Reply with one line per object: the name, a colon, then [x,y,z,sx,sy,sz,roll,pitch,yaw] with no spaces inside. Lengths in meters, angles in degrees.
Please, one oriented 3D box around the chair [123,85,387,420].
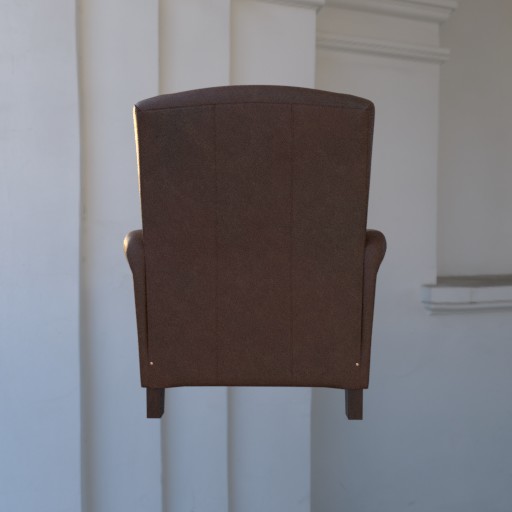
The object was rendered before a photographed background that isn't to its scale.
chair: [0.000,0.000,1.777,0.978,1.061,0.902,0,1,1]
